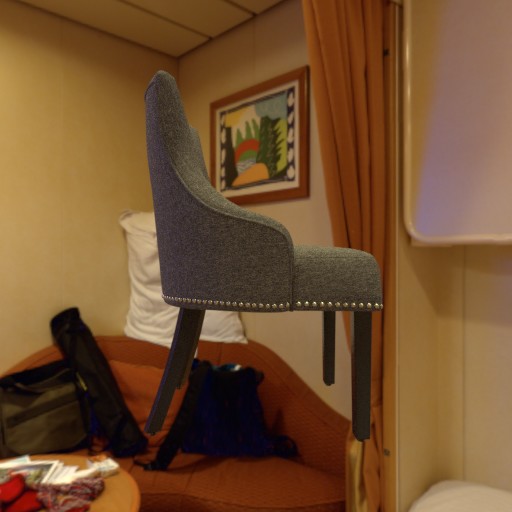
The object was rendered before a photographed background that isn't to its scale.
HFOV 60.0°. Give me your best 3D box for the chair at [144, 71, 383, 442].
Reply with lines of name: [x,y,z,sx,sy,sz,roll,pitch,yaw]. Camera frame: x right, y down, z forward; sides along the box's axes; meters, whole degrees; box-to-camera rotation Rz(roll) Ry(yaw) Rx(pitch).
chair: [0.000,0.000,1.327,0.629,0.909,0.566,0,0,0]
